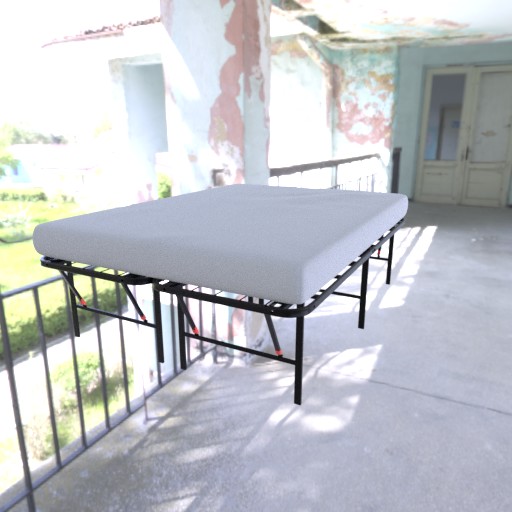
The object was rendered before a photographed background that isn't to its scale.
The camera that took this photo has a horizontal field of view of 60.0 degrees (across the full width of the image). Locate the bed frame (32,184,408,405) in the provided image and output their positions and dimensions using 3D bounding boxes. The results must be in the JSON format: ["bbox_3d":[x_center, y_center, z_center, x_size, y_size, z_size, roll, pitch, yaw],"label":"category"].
[{"bbox_3d":[0.000,0.000,2.606,1.372,0.637,1.905,8,18,27],"label":"bed frame"}]
